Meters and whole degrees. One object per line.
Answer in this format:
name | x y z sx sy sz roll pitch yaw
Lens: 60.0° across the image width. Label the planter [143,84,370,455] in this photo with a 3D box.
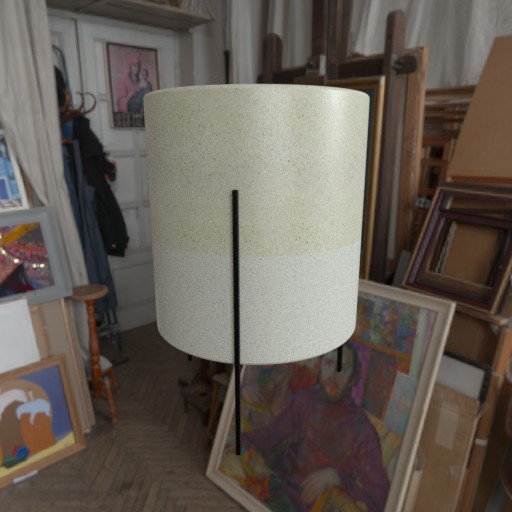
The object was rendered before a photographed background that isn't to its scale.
planter | 0.000 0.000 0.709 0.324 0.483 0.333 2 15 8
